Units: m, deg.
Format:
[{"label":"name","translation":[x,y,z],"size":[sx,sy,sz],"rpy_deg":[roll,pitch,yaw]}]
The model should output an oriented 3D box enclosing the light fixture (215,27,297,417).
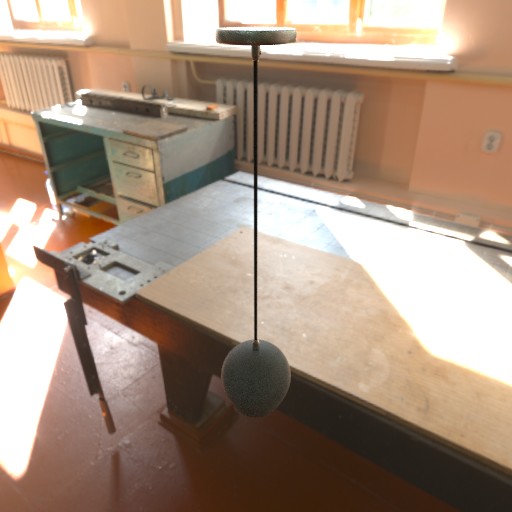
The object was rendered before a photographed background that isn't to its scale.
[{"label":"light fixture","translation":[0.000,0.000,0.832],"size":[0.153,0.760,0.153],"rpy_deg":[-10,31,-17]}]
